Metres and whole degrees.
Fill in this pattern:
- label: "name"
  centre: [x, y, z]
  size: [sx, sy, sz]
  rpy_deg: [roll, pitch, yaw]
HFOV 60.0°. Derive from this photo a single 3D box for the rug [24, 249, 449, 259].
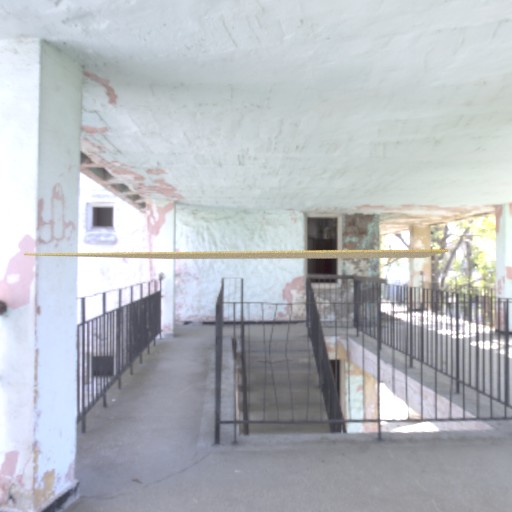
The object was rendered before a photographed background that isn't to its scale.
- label: "rug"
  centre: [0.000, 0.000, 4.362]
  size: [3.242, 0.015, 2.486]
  rpy_deg: [0, -1, 18]
